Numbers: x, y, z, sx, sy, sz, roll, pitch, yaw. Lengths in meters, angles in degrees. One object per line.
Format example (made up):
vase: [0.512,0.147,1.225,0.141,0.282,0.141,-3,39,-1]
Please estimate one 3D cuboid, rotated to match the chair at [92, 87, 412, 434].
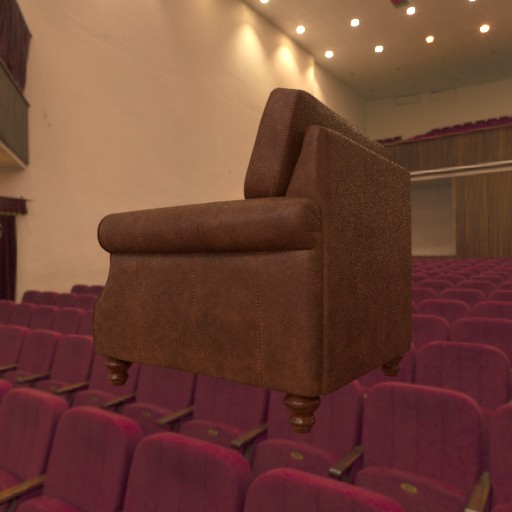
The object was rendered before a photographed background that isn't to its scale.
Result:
chair: [0.000,0.000,1.753,1.002,0.976,0.996,0,-1,36]
